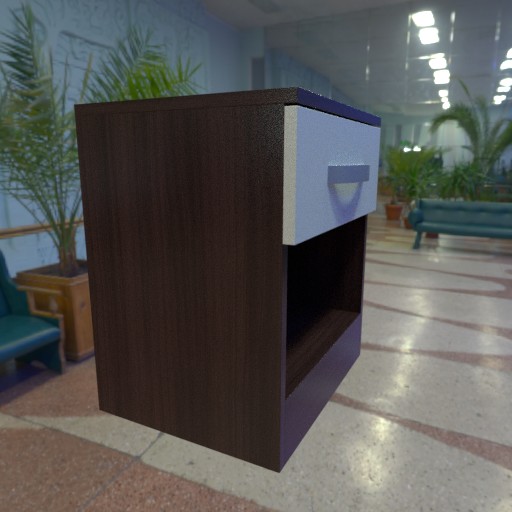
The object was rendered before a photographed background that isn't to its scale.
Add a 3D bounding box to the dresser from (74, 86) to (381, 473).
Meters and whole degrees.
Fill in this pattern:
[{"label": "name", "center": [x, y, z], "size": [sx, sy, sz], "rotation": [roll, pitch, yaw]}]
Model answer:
[{"label": "dresser", "center": [0.000, 0.000, 0.755], "size": [0.360, 0.470, 0.400], "rotation": [6, 14, 27]}]
